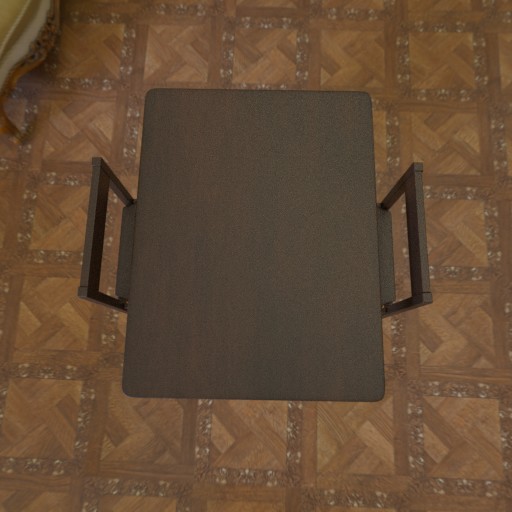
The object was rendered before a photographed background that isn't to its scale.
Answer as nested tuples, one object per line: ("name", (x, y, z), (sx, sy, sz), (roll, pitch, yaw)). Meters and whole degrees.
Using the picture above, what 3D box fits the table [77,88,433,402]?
("table", (0.000, 0.000, 1.108), (0.672, 0.503, 0.650), (1, 77, 0))
